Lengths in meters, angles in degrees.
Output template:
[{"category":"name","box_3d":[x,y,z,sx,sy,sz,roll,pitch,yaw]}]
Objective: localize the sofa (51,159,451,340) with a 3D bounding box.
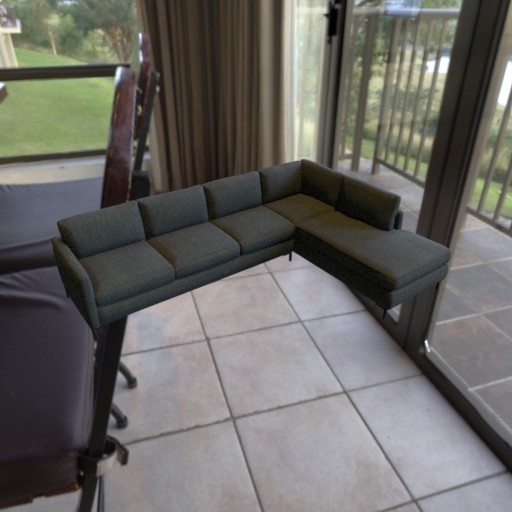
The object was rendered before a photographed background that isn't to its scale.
[{"category":"sofa","box_3d":[0.000,0.000,3.920,2.949,0.815,2.007,-20,36,-30]}]
